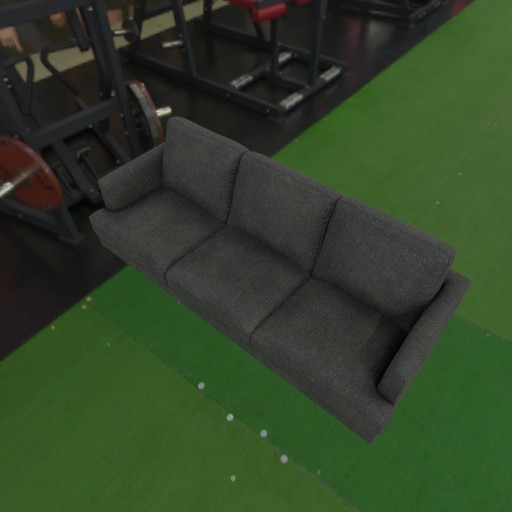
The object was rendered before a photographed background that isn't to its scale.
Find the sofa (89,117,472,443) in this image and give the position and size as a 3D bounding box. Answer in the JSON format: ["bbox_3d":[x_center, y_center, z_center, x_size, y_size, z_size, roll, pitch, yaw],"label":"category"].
[{"bbox_3d":[0.000,0.000,2.714,2.246,0.930,0.903,31,54,26],"label":"sofa"}]
